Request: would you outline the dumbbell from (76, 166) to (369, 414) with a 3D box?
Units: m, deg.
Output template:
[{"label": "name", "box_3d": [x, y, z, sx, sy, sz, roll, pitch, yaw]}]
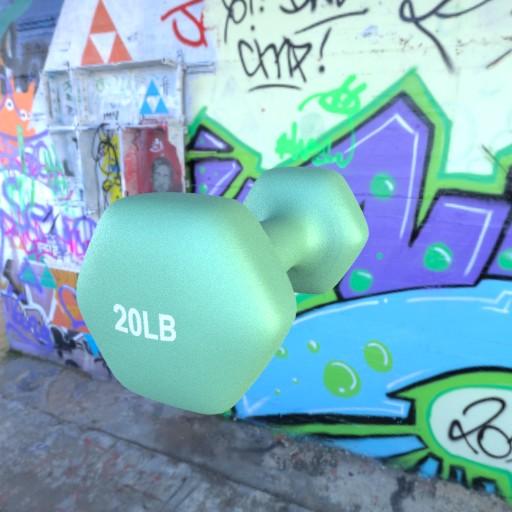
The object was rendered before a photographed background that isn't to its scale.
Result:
[{"label": "dumbbell", "box_3d": [0.000, 0.000, 0.332, 0.129, 0.117, 0.260, 7, 17, 24]}]
